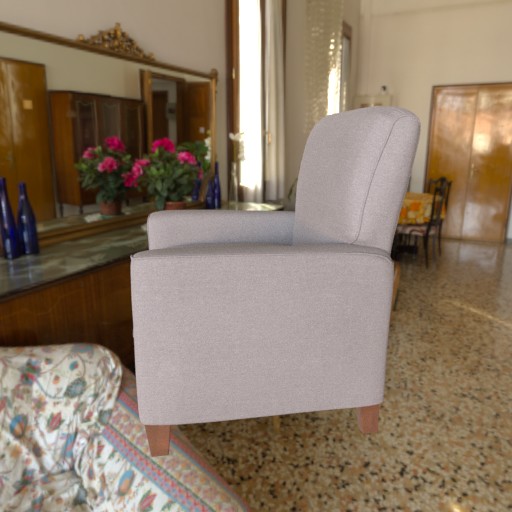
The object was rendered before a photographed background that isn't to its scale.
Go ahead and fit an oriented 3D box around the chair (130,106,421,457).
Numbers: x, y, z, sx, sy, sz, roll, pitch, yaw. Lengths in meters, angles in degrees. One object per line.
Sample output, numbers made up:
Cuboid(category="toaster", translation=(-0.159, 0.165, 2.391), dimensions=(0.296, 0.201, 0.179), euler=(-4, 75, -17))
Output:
Cuboid(category="chair", translation=(0.000, 0.000, 1.620), dimensions=(0.859, 1.023, 0.845), euler=(-2, 14, -9))
